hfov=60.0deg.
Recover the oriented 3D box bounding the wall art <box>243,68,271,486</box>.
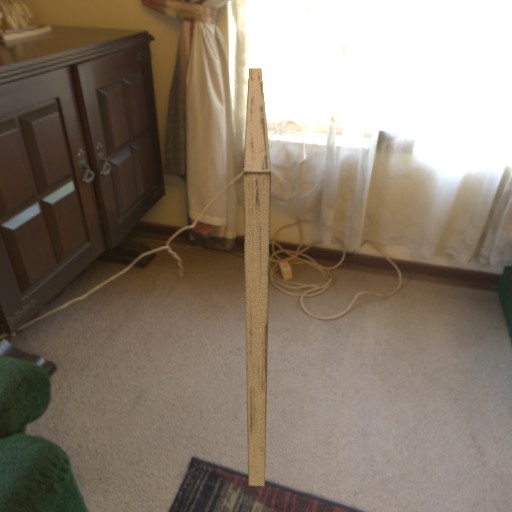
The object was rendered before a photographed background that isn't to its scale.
[{"bbox_3d":[0.000,0.000,1.125,0.037,0.761,0.761,0,33,0],"label":"wall art"}]
